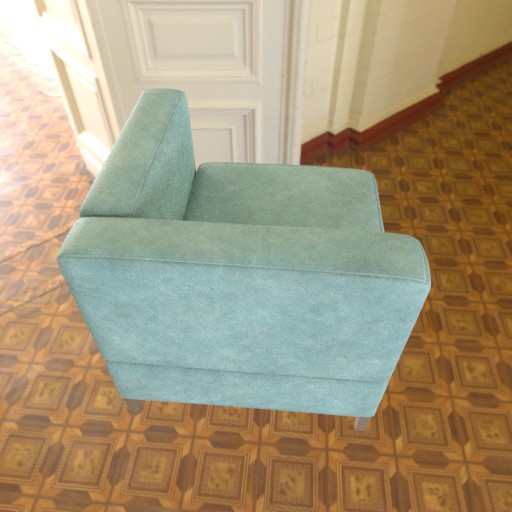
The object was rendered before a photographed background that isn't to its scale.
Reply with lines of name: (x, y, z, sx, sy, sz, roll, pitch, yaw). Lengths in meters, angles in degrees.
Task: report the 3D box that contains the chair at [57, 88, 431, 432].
chair: (0.000, 0.000, 1.212, 0.691, 0.660, 0.684, 3, 47, 3)
